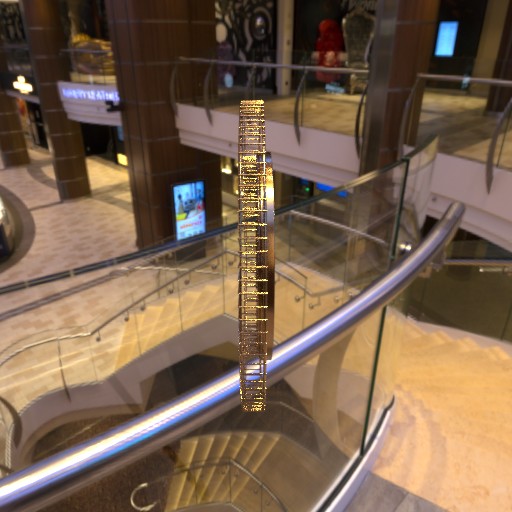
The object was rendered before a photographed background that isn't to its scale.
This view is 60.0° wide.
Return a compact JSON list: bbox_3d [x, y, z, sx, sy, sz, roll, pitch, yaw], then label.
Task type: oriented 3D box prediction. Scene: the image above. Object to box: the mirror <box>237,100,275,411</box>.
[{"bbox_3d":[0.000,0.000,1.062,0.067,0.703,0.703,0,27,0],"label":"mirror"}]
